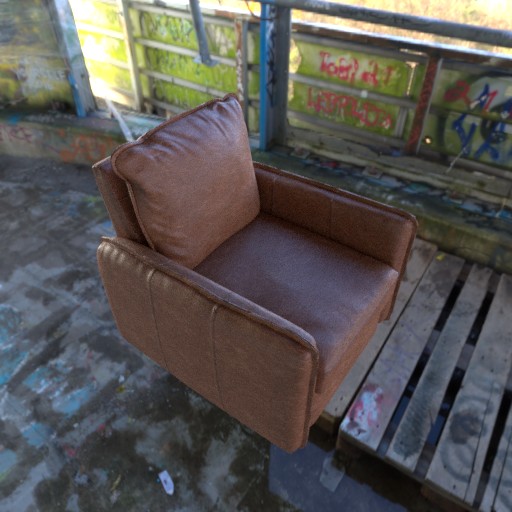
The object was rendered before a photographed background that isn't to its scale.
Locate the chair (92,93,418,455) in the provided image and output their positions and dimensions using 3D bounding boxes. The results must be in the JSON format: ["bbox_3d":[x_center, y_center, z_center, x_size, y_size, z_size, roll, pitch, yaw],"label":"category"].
[{"bbox_3d":[0.000,0.000,1.637,0.922,0.922,0.830,26,47,26],"label":"chair"}]
